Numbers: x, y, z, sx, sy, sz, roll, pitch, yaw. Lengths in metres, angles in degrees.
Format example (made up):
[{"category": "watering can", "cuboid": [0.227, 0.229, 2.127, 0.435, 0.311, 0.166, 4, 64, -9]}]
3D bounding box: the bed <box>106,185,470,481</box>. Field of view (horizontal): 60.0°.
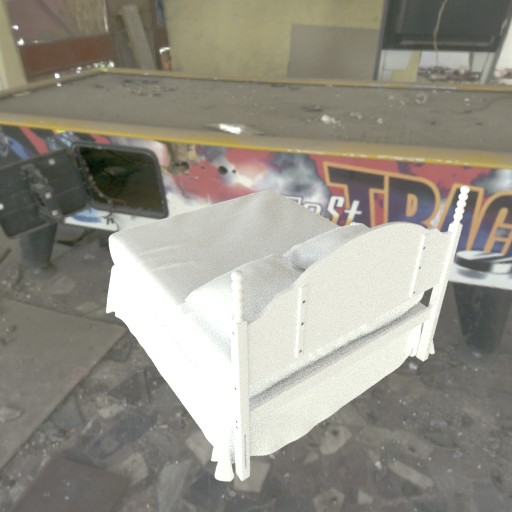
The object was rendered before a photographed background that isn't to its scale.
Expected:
[{"category": "bed", "cuboid": [0.000, 0.000, 3.221, 1.873, 1.356, 2.040, -20, 36, -30]}]
